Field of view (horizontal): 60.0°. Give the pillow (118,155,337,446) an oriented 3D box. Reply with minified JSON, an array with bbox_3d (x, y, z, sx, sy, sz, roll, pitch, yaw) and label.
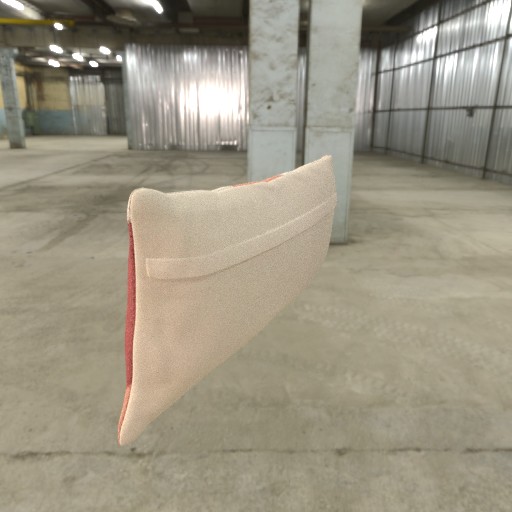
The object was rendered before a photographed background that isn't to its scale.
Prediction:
[{"bbox_3d":[0.000,0.000,0.708,0.155,0.292,0.609,8,19,25],"label":"pillow"}]
